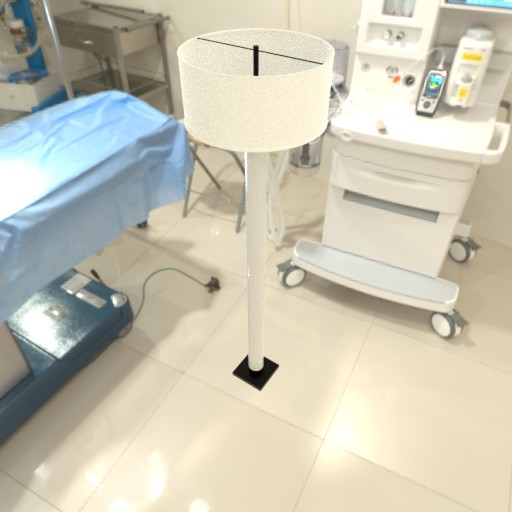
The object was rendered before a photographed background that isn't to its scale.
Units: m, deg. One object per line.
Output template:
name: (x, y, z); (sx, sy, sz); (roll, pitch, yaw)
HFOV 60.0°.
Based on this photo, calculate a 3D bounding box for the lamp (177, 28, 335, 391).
lamp: (0.000, 0.000, 1.658); (0.420, 1.475, 0.420); (24, 46, 25)
